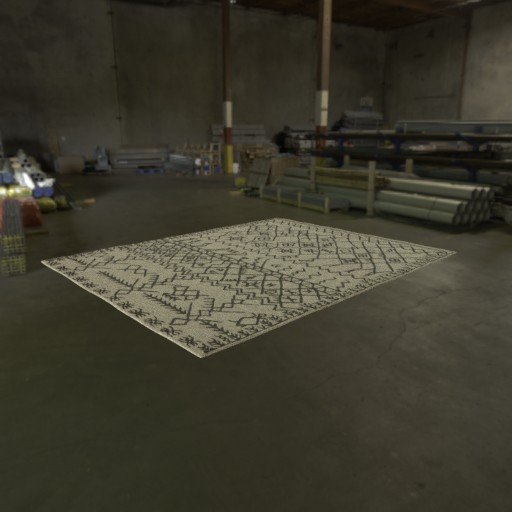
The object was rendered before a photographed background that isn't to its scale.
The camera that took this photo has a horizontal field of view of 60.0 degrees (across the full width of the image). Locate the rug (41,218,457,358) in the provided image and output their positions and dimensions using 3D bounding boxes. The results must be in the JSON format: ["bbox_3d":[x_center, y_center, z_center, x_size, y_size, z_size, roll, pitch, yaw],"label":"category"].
[{"bbox_3d":[0.000,0.000,3.316,2.455,0.025,1.964,-14,21,-41],"label":"rug"}]
